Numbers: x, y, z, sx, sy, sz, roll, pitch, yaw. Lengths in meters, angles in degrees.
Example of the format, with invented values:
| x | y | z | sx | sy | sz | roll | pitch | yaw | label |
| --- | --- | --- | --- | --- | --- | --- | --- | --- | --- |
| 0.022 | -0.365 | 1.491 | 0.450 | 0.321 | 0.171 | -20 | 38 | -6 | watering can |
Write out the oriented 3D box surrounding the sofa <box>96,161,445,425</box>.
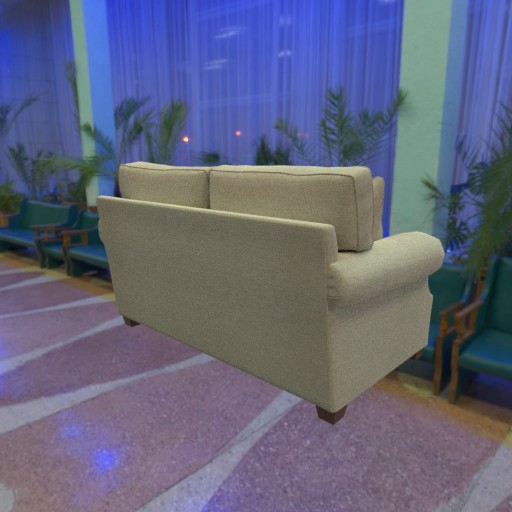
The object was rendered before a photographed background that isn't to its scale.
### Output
| x | y | z | sx | sy | sz | roll | pitch | yaw | label |
| --- | --- | --- | --- | --- | --- | --- | --- | --- | --- |
| 0.000 | 0.000 | 2.338 | 1.701 | 0.966 | 0.966 | 12 | 18 | 42 | sofa |
